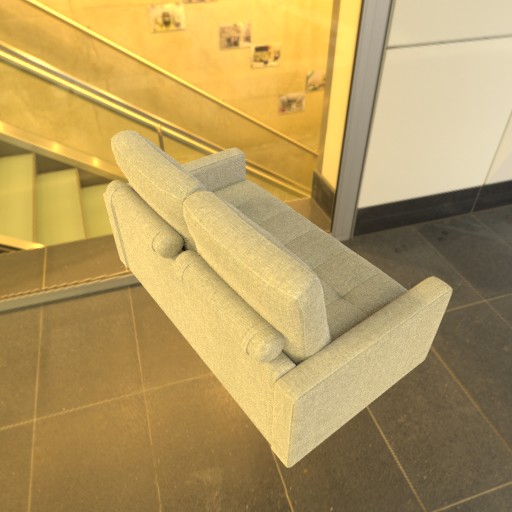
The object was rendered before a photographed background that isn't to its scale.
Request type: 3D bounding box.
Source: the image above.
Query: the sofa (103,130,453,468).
[{"bbox_3d":[0.000,0.000,1.944,0.842,0.907,1.407,-26,47,-27],"label":"sofa"}]
